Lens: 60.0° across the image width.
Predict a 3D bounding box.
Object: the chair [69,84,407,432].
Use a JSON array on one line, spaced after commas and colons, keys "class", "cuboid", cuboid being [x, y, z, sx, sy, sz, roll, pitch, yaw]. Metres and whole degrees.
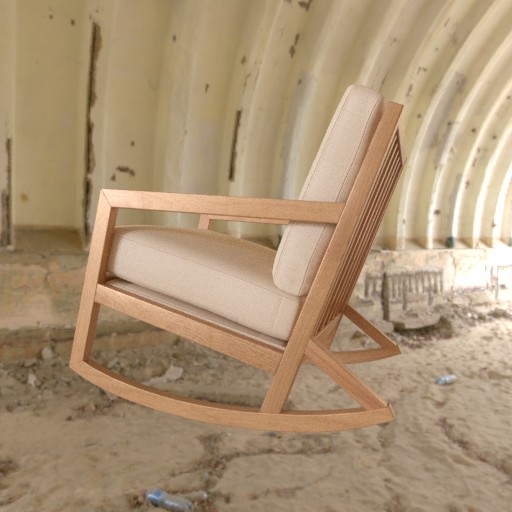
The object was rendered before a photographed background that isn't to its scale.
[{"class": "chair", "cuboid": [0.000, 0.000, 1.345, 0.857, 0.790, 0.622, 1, 2, 19]}]
